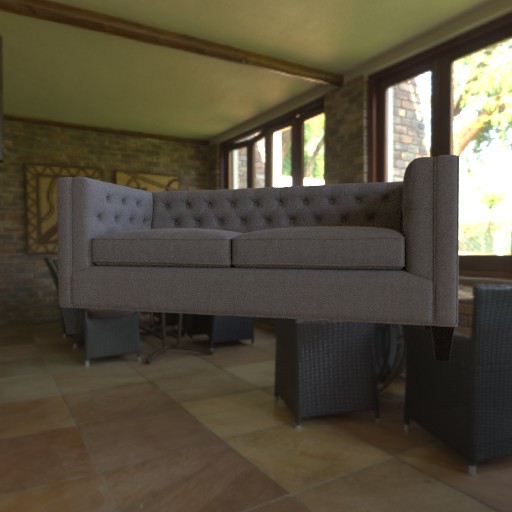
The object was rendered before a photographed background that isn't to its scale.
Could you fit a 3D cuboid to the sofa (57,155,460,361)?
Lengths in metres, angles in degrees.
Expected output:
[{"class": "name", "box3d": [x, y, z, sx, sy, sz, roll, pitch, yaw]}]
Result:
[{"class": "sofa", "box3d": [0.000, 0.000, 2.230, 1.778, 0.762, 0.775, 0, 1, 18]}]
